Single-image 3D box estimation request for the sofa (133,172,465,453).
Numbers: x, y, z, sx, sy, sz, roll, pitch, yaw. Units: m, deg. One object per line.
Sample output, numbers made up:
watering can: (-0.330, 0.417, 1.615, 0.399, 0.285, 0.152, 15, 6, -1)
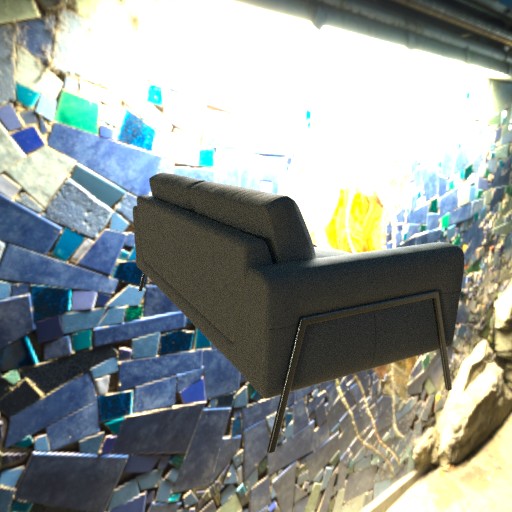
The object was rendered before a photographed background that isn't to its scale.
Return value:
sofa: (0.000, 0.000, 2.520, 0.953, 0.875, 2.017, -7, 16, -26)
